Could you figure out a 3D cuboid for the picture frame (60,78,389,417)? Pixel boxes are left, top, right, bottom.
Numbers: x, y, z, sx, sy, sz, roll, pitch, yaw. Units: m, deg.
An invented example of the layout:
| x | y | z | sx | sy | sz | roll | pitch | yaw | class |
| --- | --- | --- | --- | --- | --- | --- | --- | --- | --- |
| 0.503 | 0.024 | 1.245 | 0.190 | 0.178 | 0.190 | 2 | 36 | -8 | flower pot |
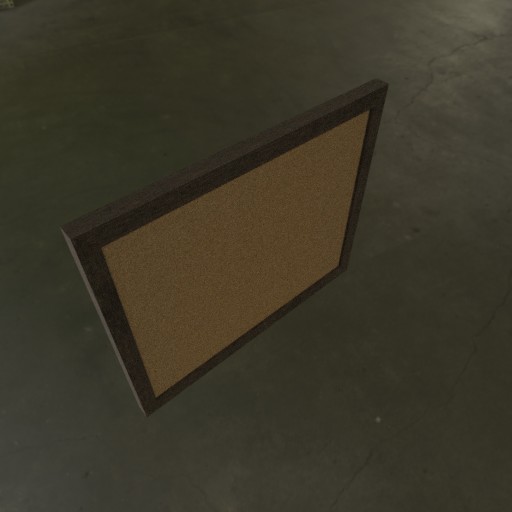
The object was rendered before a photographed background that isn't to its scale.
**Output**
| x | y | z | sx | sy | sz | roll | pitch | yaw | class |
| --- | --- | --- | --- | --- | --- | --- | --- | --- | --- |
| 0.000 | 0.000 | 0.767 | 0.546 | 0.455 | 0.026 | -32 | 55 | -27 | picture frame |
